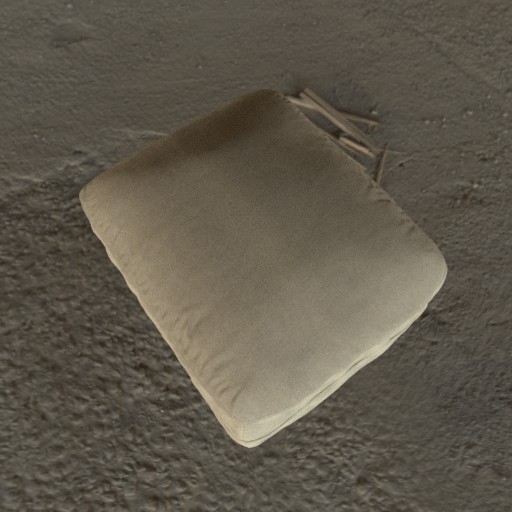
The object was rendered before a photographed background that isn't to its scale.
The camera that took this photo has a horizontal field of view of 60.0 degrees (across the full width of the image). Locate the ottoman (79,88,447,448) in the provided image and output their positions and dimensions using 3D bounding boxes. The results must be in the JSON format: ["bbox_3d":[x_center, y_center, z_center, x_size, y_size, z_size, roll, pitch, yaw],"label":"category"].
[{"bbox_3d":[0.000,0.000,1.088,0.584,0.480,0.712,-33,68,-15],"label":"ottoman"}]
